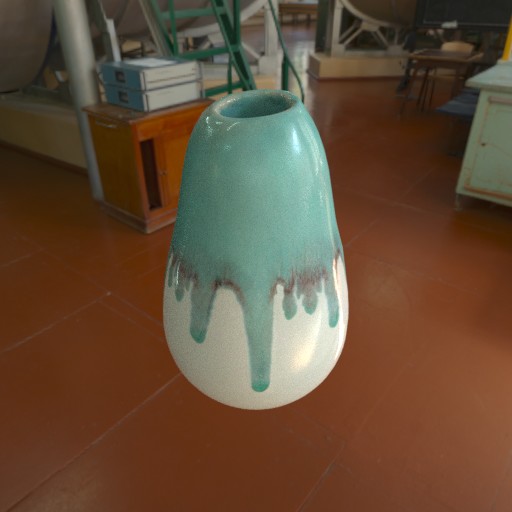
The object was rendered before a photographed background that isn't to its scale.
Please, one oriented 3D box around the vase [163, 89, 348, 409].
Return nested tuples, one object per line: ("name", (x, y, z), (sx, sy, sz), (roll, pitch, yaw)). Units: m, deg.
("vase", (0.000, 0.000, 0.261), (0.116, 0.179, 0.116), (0, 32, 0))
